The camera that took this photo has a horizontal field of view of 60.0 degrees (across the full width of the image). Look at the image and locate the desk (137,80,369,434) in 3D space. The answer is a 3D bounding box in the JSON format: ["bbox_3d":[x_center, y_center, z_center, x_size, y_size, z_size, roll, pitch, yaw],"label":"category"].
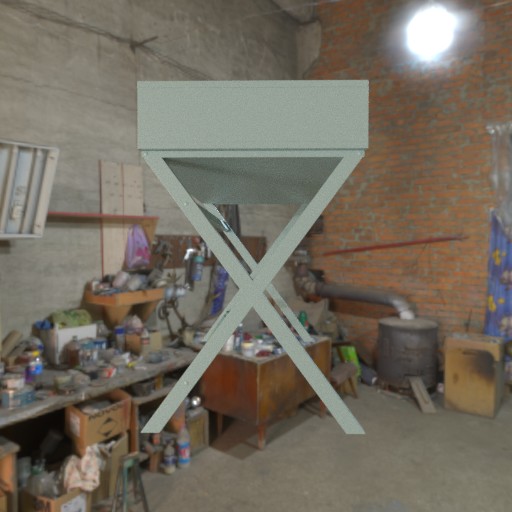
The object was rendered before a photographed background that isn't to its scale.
[{"bbox_3d":[0.000,0.000,1.499,0.509,0.780,1.059,0,1,1],"label":"desk"}]
